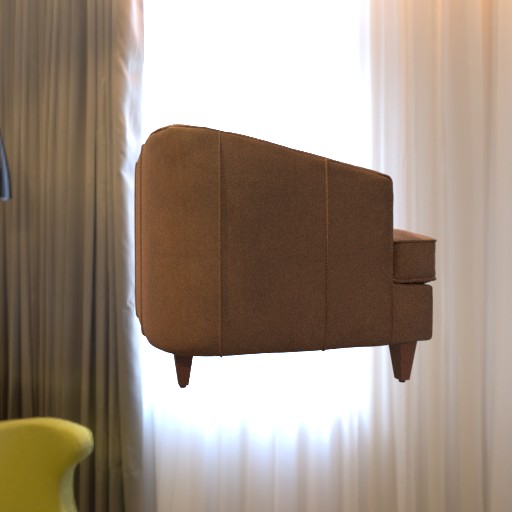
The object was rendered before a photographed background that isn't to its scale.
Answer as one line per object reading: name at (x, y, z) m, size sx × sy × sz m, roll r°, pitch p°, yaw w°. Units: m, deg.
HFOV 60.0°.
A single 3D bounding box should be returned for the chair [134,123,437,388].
chair at (0.000, 0.000, 1.761) m, size 0.914 × 0.787 × 1.118 m, roll 0°, pitch 1°, yaw -18°
